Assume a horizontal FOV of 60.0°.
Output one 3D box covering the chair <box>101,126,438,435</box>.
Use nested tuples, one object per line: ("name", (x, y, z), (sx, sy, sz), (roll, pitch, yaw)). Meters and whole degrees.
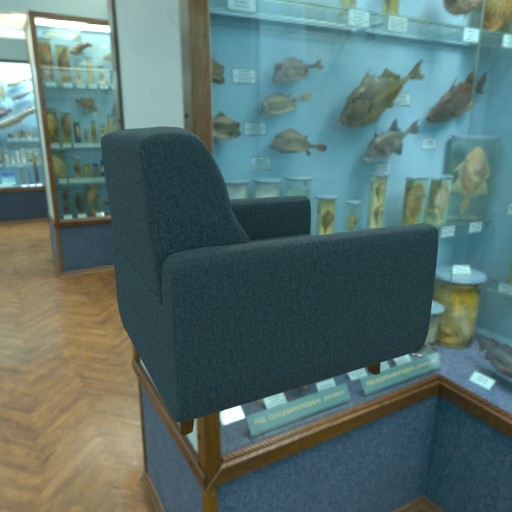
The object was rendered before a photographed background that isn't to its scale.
("chair", (0.000, 0.000, 1.678), (0.964, 0.940, 0.880), (-8, 18, -26))
